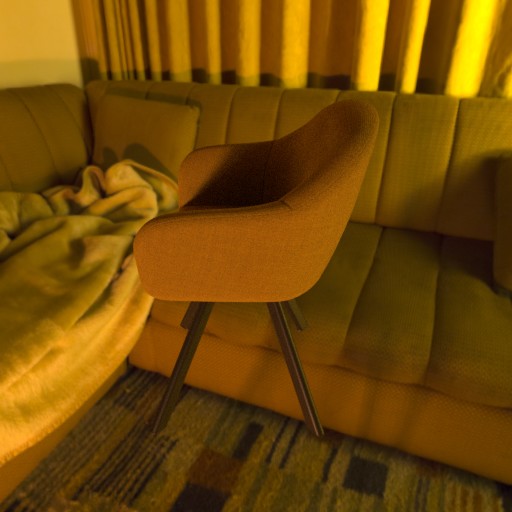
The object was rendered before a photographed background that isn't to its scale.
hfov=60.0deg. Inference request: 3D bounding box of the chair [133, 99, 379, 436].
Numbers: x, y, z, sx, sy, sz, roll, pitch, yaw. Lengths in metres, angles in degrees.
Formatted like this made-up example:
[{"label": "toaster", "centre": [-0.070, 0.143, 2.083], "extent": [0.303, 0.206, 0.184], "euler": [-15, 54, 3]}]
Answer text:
[{"label": "chair", "centre": [0.000, 0.000, 1.191], "extent": [0.550, 0.795, 0.590], "euler": [0, 27, 1]}]
